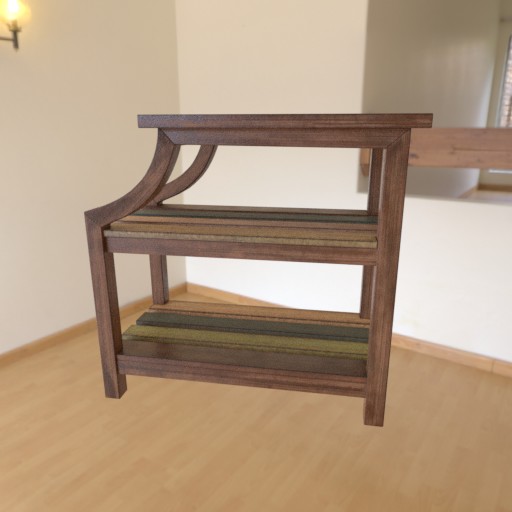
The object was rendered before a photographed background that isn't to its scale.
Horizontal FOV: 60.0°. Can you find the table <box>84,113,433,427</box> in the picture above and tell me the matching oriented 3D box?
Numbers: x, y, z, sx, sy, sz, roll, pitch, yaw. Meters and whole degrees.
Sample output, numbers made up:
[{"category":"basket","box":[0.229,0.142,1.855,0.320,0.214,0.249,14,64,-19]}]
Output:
[{"category":"table","box":[0.000,0.000,0.973,0.609,0.584,0.356,3,16,10]}]
